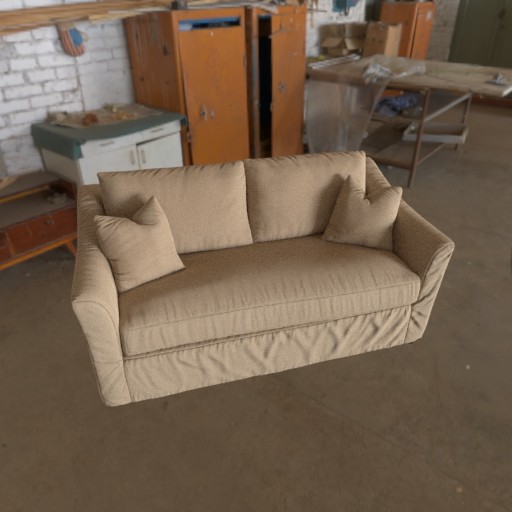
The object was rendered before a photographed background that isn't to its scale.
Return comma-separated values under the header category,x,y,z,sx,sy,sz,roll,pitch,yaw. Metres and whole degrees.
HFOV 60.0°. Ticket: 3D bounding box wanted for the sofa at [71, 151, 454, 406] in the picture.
category,x,y,z,sx,sy,sz,roll,pitch,yaw
sofa,0.000,0.000,2.708,2.010,1.018,1.072,-8,32,-14
